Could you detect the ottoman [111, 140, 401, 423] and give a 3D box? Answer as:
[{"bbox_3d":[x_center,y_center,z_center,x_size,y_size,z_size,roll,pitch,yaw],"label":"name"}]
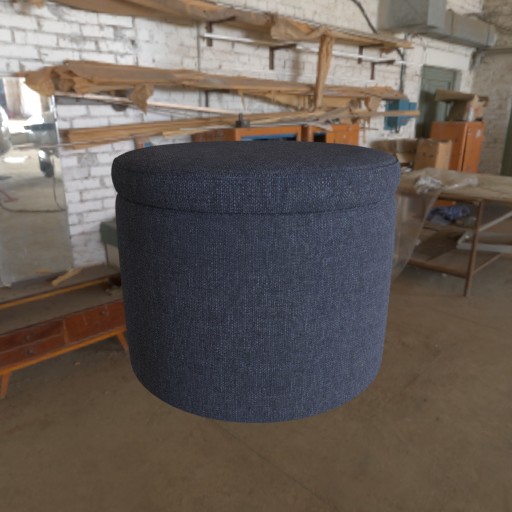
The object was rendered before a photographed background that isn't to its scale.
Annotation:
[{"bbox_3d":[0.000,0.000,0.882,0.520,0.430,0.520,0,18,0],"label":"ottoman"}]
